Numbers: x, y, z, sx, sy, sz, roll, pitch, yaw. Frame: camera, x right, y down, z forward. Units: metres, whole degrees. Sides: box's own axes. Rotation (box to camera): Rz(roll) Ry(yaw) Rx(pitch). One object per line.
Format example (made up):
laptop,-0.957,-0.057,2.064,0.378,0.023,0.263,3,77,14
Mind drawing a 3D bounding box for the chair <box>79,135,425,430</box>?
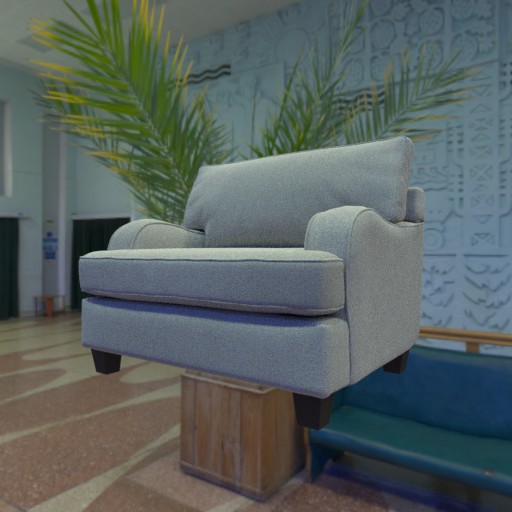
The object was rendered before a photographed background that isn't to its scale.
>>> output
chair,0.000,0.000,1.972,1.220,1.016,1.041,0,1,36
